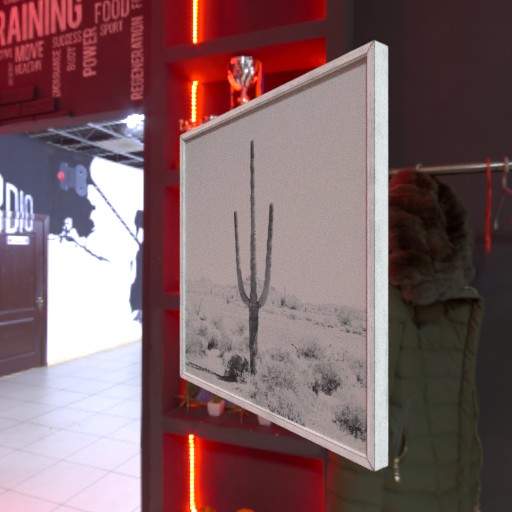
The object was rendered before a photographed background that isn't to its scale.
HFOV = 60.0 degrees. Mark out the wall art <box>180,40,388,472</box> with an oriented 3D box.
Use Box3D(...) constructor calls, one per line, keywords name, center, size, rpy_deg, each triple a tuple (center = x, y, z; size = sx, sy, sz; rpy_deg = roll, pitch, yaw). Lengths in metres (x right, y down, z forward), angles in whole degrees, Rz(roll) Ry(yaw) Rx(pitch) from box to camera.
Box3D(name="wall art", center=(0.000, 0.000, 1.100), size=(0.038, 0.762, 0.762), rpy_deg=(0, 0, -36))
